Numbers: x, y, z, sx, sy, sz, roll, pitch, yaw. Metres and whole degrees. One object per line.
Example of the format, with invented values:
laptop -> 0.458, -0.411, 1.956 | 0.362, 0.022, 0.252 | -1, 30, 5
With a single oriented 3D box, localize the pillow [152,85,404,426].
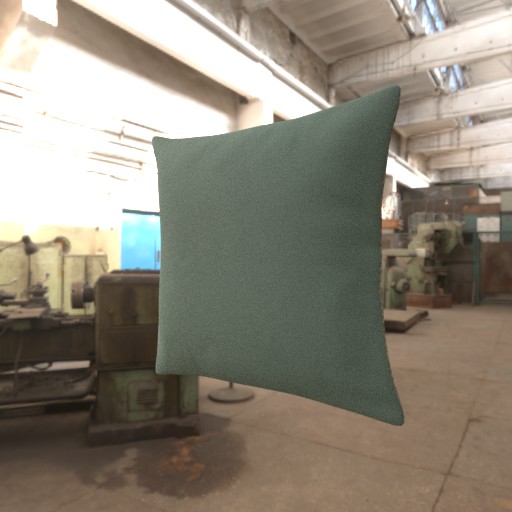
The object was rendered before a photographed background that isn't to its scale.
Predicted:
pillow -> 0.000, 0.000, 0.802 | 0.526, 0.507, 0.166 | 0, 0, 34
